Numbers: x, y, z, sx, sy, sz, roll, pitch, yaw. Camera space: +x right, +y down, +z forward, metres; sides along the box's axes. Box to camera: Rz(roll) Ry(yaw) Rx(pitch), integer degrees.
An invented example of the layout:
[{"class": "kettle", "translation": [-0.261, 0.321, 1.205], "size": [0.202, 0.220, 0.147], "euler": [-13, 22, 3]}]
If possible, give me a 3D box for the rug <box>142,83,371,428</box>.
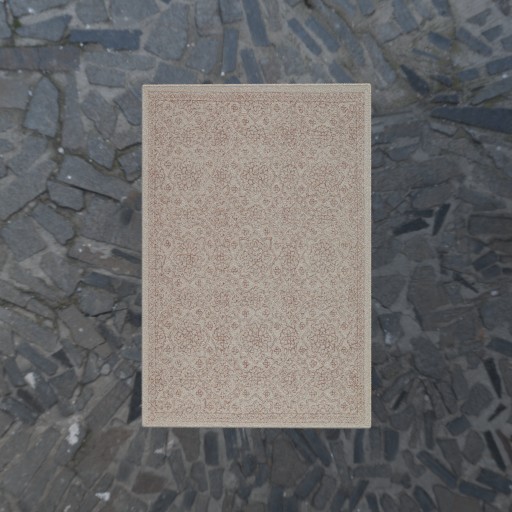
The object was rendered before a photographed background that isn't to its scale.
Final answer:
[{"class": "rug", "translation": [0.000, 0.000, 2.359], "size": [1.219, 0.010, 1.829], "euler": [0, 90, 1]}]
